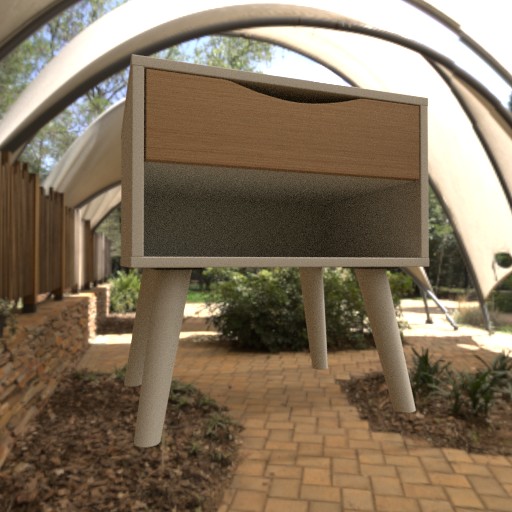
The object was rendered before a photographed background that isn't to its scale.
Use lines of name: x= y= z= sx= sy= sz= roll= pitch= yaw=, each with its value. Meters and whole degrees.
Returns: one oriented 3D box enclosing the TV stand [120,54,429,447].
TV stand: x=0.000 y=0.000 z=0.892 sx=0.508 sy=0.559 sz=0.405 roll=0 pitch=-1 yaw=-19
